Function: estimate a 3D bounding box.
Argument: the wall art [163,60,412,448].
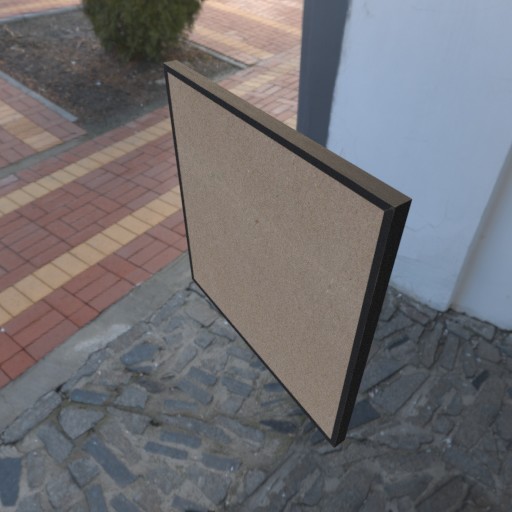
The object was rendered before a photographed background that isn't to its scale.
[{"bbox_3d":[0.000,0.000,1.140,0.038,0.762,0.762,-25,47,-25],"label":"wall art"}]
